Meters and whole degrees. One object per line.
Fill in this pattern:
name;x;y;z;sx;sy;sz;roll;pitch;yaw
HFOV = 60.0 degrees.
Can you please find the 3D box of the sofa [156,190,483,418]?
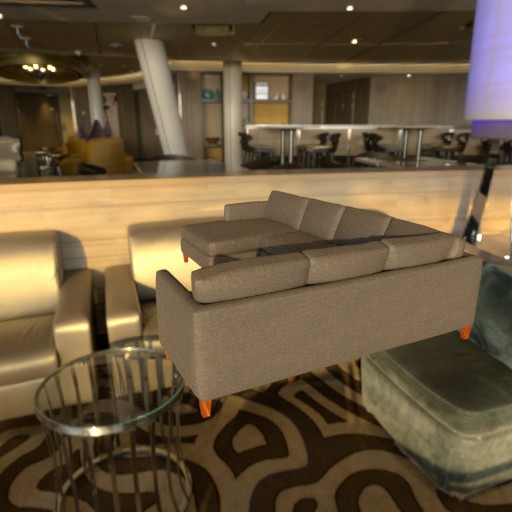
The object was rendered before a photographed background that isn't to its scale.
sofa;0.000;0.000;4.690;2.594;0.961;3.460;-8;18;-26
